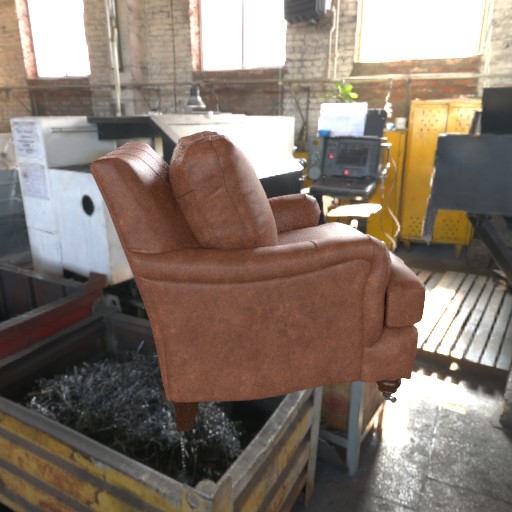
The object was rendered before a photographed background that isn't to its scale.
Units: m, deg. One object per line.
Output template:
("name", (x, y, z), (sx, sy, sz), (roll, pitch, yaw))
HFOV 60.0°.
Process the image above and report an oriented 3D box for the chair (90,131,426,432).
("chair", (0.000, 0.000, 1.950), (1.158, 1.055, 0.986), (-3, 18, -9))
